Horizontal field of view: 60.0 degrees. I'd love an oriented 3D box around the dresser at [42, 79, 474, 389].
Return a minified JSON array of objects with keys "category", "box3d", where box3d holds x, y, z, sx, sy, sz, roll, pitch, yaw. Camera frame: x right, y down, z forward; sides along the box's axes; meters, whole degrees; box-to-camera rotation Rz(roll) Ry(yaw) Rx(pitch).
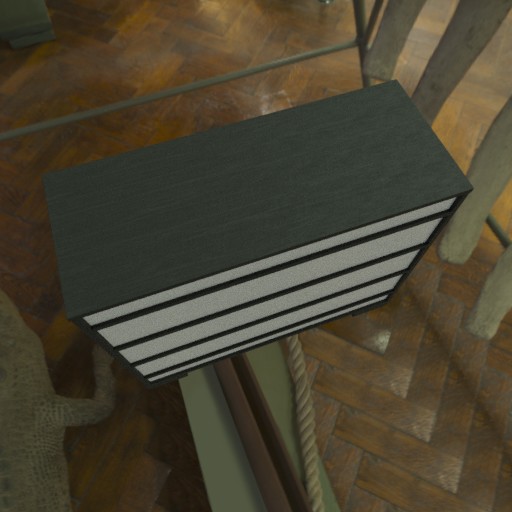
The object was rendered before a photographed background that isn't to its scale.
[{"category":"dresser","box3d":[0.000,0.000,1.460,0.994,0.816,0.404,-18,64,-9]}]
